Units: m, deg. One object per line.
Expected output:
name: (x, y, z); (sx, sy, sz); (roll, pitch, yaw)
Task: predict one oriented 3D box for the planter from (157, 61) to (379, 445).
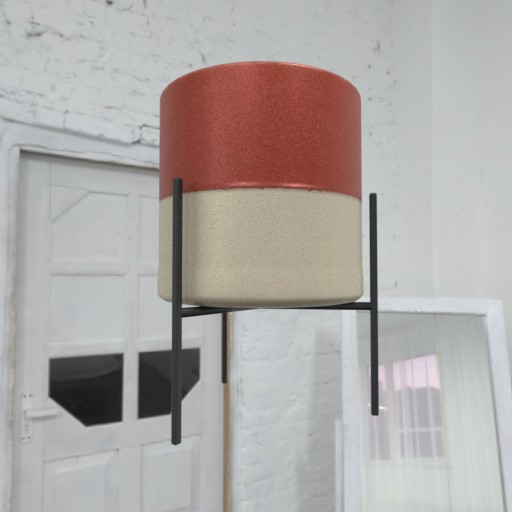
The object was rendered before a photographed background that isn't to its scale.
planter: (0.000, 0.000, 0.512); (0.235, 0.354, 0.251); (-1, -2, 38)
